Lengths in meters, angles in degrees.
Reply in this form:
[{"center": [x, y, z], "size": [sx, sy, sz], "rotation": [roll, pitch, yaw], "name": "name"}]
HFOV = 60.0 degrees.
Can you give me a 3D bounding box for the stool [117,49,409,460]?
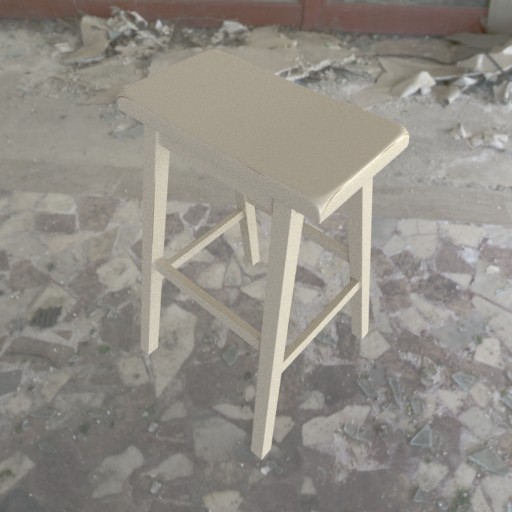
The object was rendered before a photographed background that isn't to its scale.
[{"center": [0.000, 0.000, 1.009], "size": [0.457, 0.737, 0.476], "rotation": [34, 56, 26], "name": "stool"}]
